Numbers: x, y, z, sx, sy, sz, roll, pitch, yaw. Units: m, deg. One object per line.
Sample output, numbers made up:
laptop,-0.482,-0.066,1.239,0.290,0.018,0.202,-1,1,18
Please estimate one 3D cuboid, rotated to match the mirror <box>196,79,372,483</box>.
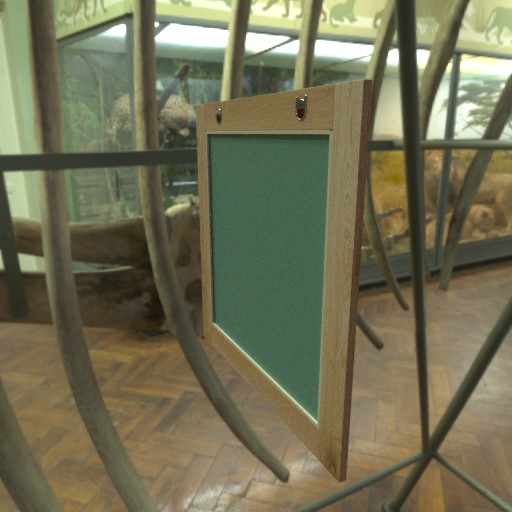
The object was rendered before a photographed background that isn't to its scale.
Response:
mirror,0.000,0.000,1.179,0.020,0.800,0.800,-8,17,-26
